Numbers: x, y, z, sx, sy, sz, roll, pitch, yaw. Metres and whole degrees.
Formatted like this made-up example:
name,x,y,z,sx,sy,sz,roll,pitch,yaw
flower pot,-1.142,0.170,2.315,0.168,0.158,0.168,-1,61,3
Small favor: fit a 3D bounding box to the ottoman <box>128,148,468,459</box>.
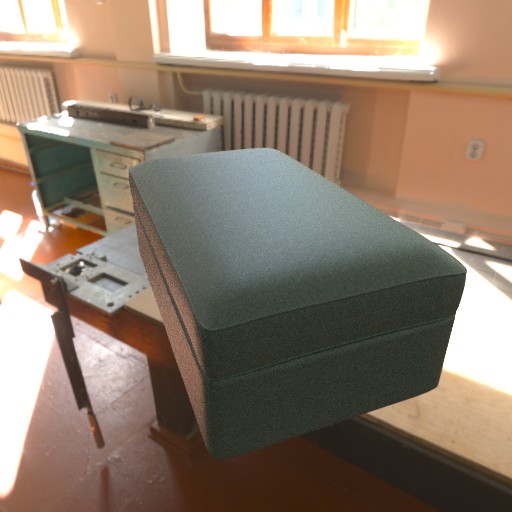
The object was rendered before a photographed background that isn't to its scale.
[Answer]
name,x,y,z,sx,sy,sz,roll,pitch,yaw
ottoman,0.000,0.000,1.521,0.681,0.494,1.173,-10,30,-19
